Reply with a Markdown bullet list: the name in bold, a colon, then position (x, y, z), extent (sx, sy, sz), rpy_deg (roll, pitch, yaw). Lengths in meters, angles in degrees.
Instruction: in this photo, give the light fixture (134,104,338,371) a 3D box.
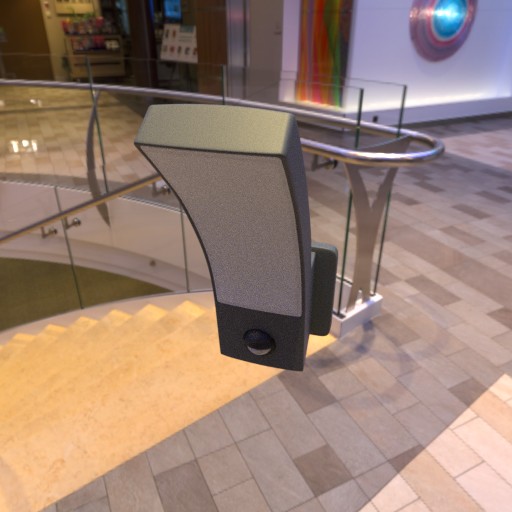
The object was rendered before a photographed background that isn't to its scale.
- **light fixture**: position (0.000, 0.000, 0.341), extent (0.108, 0.243, 0.174), rpy_deg (8, 29, 15)
